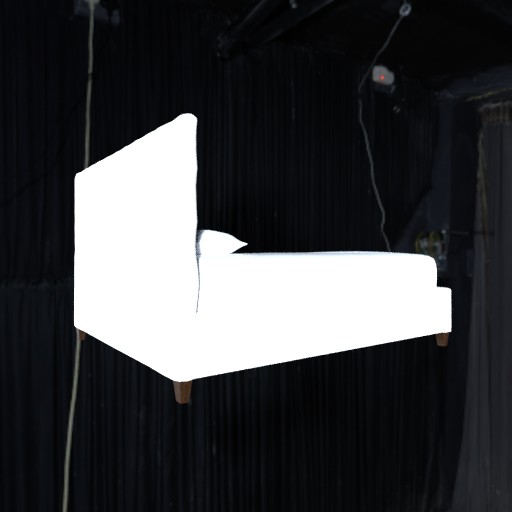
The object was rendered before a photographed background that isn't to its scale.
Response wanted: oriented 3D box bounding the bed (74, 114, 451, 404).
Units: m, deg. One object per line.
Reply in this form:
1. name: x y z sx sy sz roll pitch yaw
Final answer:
1. bed: 0.000 0.000 3.662 2.387 1.427 2.078 0 1 -36
